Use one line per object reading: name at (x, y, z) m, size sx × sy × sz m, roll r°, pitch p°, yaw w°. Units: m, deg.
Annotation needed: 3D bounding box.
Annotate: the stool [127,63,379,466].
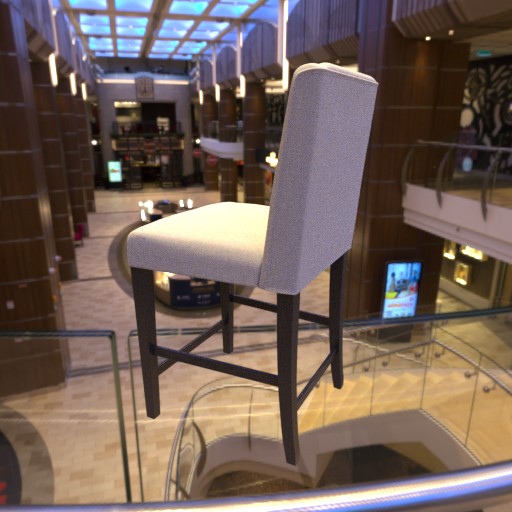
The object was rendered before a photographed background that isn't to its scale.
stool at (0.000, 0.000, 1.235) m, size 0.509 × 0.939 × 0.474 m, roll 9°, pitch 19°, yaw 27°
